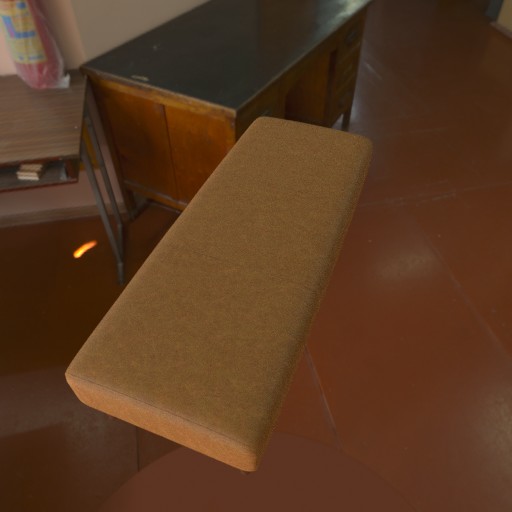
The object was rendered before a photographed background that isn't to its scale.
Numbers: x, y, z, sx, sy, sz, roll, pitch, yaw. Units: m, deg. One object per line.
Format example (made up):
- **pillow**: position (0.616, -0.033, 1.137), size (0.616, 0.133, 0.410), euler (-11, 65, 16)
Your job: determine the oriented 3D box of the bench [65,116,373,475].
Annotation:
- **bench**: position (0.000, 0.000, 1.853), size (0.653, 0.399, 1.610), euler (16, 49, 14)
